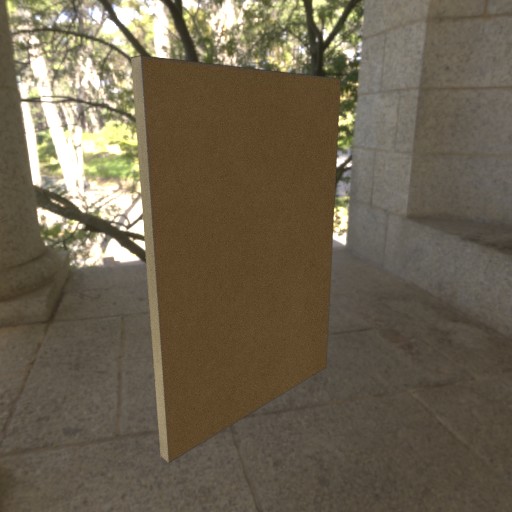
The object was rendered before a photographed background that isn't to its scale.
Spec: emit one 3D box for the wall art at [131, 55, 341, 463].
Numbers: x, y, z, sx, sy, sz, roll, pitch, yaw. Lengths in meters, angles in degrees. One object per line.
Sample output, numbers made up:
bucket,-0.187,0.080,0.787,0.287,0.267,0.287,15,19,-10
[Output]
wall art,0.000,0.000,0.584,0.314,0.455,0.019,-16,23,-42
